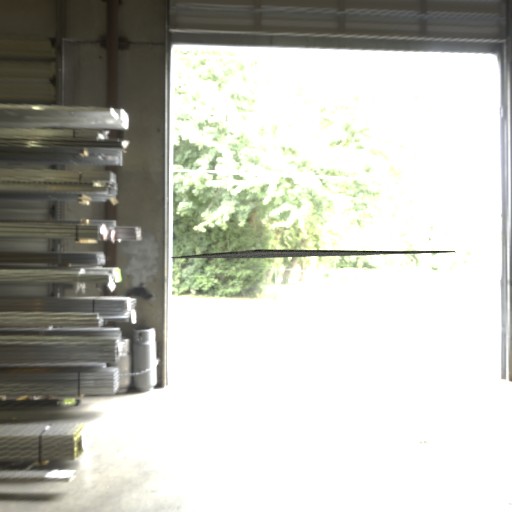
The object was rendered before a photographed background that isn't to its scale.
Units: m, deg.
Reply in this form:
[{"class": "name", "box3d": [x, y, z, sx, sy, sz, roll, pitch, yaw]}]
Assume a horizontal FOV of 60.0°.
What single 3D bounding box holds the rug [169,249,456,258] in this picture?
[{"class": "rug", "box3d": [0.000, 0.000, 2.637, 0.760, 0.012, 2.434, 0, -1, -17]}]
